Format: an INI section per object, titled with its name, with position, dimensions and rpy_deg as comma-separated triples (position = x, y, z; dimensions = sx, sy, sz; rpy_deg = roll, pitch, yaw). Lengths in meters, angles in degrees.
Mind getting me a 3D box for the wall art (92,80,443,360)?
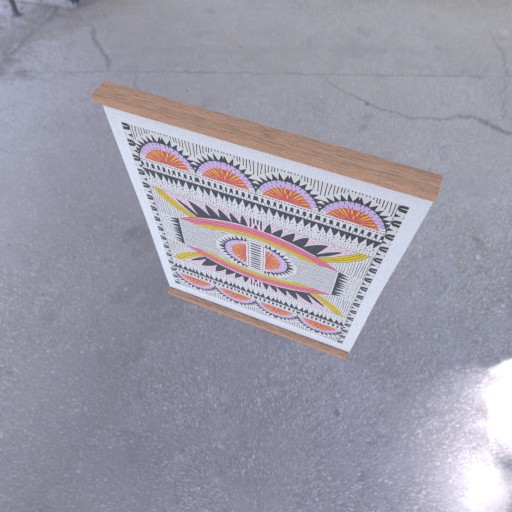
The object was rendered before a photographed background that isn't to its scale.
[wall art]
position = 0.000, 0.000, 0.710
dimensions = 0.403, 0.527, 0.028
rpy_deg = 19, 61, 11
